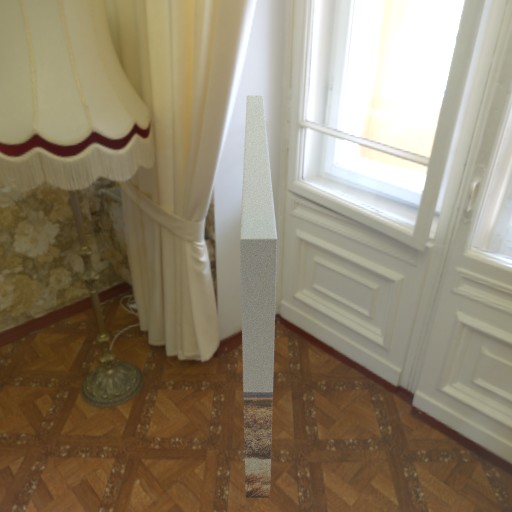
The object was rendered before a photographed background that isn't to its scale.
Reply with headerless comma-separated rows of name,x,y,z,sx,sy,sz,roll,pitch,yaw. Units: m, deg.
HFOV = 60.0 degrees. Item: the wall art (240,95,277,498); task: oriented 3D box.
wall art,0.000,0.000,1.144,0.050,0.610,0.914,0,31,0
